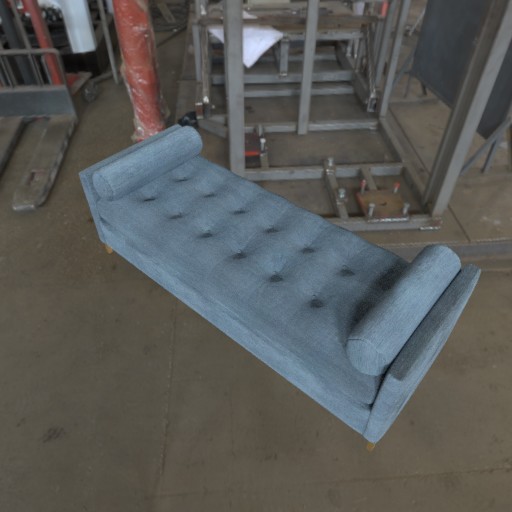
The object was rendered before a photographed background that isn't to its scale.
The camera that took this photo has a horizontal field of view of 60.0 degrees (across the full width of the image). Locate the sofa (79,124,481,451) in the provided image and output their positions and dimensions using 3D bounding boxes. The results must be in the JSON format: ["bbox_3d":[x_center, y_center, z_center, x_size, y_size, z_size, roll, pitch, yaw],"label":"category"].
[{"bbox_3d":[0.000,0.000,2.504,2.102,0.705,0.796,31,52,28],"label":"sofa"}]
